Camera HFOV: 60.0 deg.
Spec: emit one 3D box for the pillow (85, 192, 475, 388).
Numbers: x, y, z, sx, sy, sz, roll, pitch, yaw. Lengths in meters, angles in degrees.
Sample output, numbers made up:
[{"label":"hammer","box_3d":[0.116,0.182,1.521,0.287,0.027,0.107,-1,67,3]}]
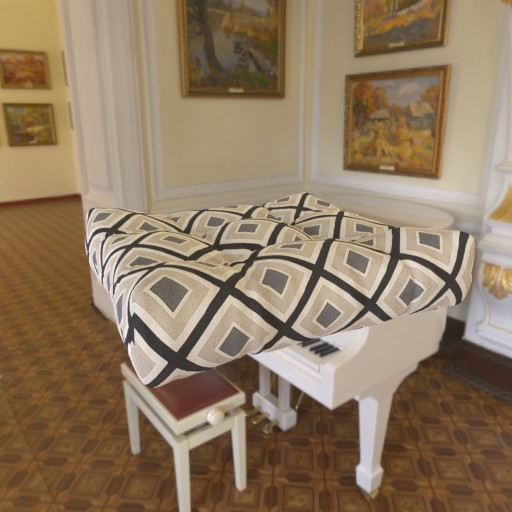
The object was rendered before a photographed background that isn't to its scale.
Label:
[{"label":"pillow","box_3d":[0.000,0.000,0.725,0.490,0.128,0.468,-8,19,-25]}]
